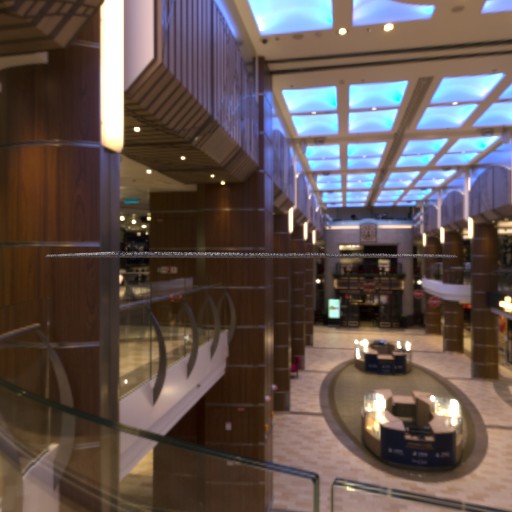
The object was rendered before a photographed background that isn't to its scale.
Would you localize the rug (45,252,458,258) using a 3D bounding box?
[{"bbox_3d":[0.000,0.000,3.093,2.443,0.021,1.538,0,-1,-35],"label":"rug"}]
